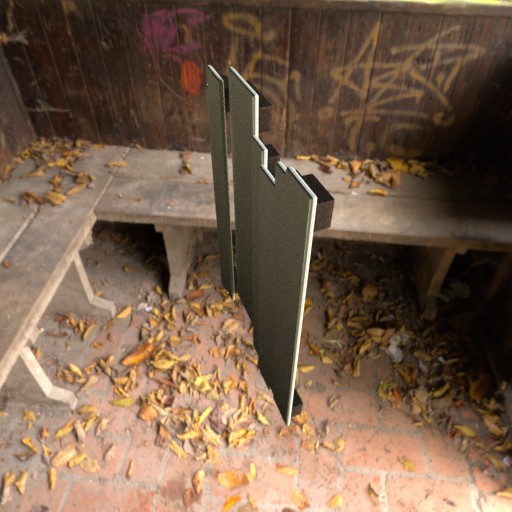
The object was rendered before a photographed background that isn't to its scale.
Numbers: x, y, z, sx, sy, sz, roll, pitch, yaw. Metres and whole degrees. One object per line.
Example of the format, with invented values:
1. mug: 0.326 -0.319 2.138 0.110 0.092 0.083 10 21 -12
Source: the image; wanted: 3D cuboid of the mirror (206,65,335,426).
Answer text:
1. mirror: 0.000 0.000 0.818 0.058 0.611 0.445 -16 47 -15
